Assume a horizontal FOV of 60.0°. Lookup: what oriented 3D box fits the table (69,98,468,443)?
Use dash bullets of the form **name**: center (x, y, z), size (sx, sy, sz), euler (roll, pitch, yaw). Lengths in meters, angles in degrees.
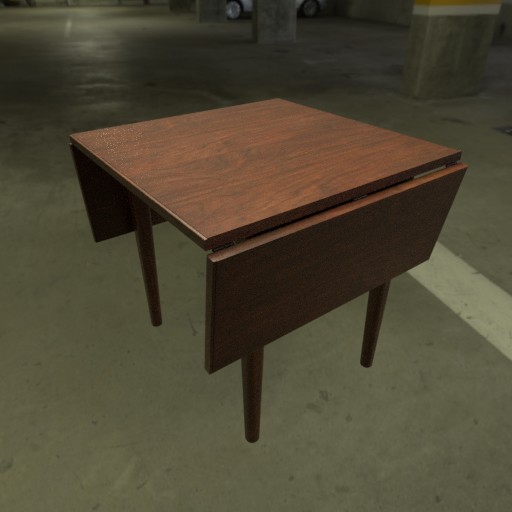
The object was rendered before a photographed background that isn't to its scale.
- **table**: center (0.000, 0.000, 1.464), size (0.812, 0.763, 0.843), euler (-21, 38, -30)
